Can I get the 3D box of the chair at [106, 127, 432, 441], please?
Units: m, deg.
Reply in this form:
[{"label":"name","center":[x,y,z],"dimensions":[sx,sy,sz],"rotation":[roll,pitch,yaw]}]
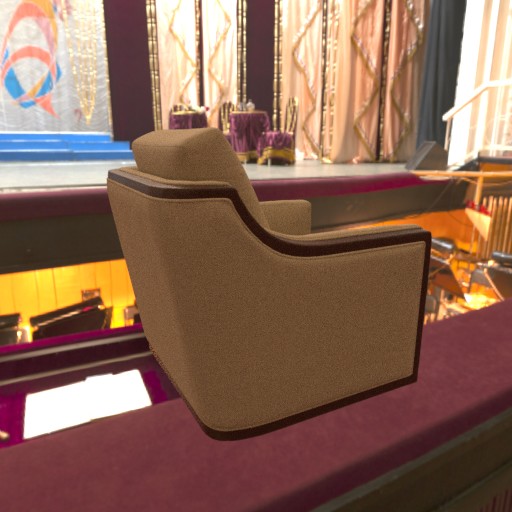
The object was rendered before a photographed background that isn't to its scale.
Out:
[{"label":"chair","center":[0.000,0.000,1.690],"dimensions":[0.950,0.930,0.870],"rotation":[-8,17,-27]}]
